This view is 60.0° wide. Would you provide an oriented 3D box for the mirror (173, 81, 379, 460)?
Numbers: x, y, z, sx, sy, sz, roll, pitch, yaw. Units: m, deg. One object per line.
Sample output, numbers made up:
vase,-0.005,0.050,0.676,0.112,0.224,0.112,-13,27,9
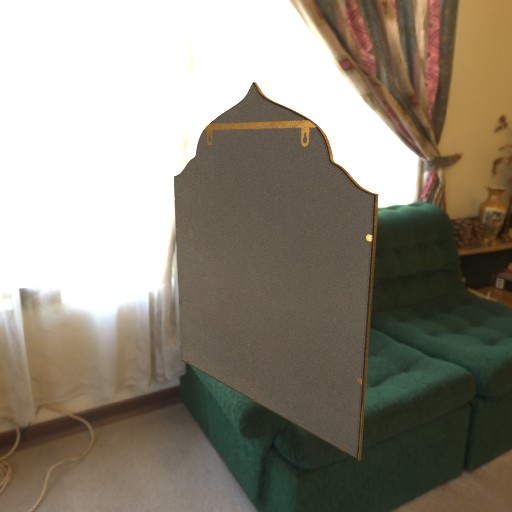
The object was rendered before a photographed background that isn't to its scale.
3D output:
mirror,0.000,0.000,0.863,0.513,0.635,0.018,14,20,43
